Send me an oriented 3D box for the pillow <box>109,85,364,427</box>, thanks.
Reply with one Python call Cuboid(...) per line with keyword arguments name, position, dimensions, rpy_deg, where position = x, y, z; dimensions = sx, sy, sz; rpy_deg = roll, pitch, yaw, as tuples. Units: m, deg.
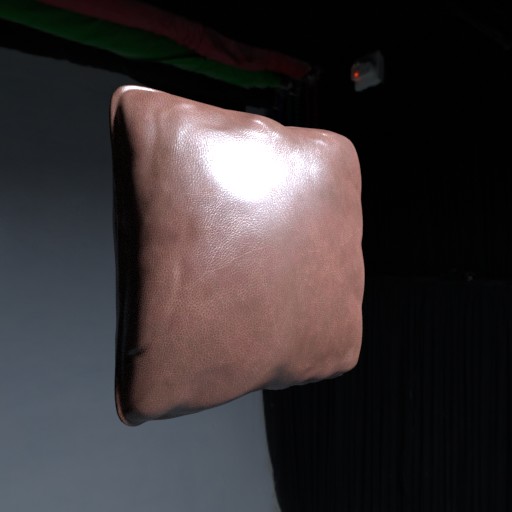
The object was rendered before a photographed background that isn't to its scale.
Cuboid(name="pillow", position=(0.000, 0.000, 0.809), dimensions=(0.532, 0.523, 0.236), rpy_deg=(0, 0, -36))
